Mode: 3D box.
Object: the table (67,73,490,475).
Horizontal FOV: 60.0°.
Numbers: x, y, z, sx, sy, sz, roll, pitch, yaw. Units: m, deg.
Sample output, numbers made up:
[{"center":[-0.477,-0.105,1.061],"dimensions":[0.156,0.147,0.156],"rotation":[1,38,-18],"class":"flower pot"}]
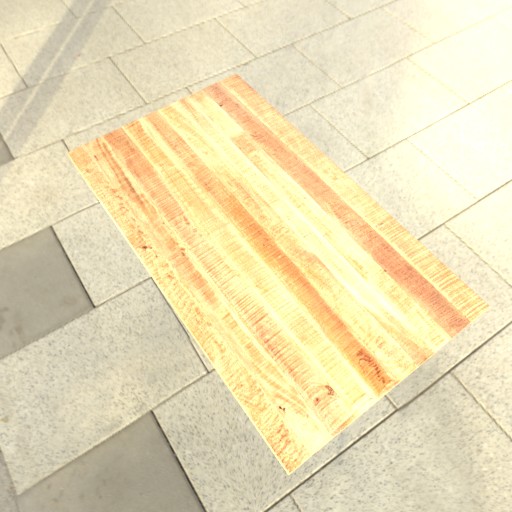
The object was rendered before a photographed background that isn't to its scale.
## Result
[{"center":[0.000,0.000,1.670],"dimensions":[0.760,0.455,1.320],"rotation":[-32,64,-18],"class":"table"}]
